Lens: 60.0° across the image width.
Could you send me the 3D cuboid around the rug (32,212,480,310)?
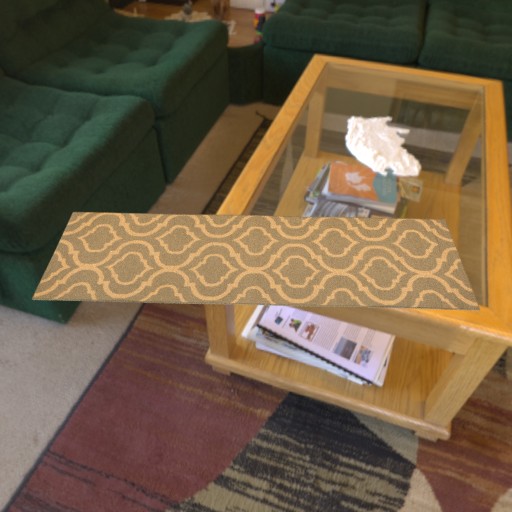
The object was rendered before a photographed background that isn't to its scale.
[{"bbox_3d":[0.000,0.000,2.477,2.275,0.009,0.684,1,47,1],"label":"rug"}]
